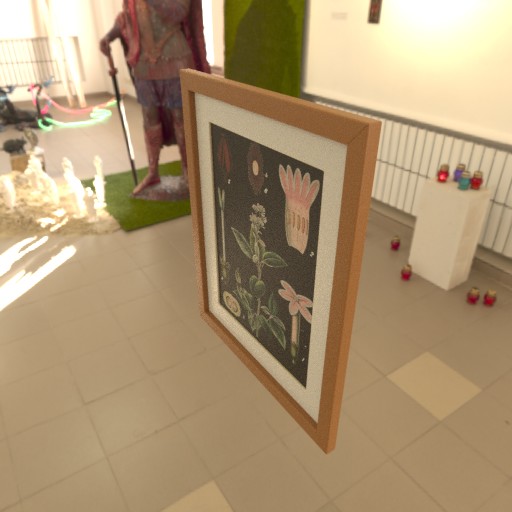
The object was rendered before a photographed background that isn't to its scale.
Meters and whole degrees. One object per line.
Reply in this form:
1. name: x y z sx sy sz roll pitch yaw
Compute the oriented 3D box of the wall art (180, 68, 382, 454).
1. wall art: 0.000 0.000 0.528 0.015 0.379 0.310 -19 36 -29
